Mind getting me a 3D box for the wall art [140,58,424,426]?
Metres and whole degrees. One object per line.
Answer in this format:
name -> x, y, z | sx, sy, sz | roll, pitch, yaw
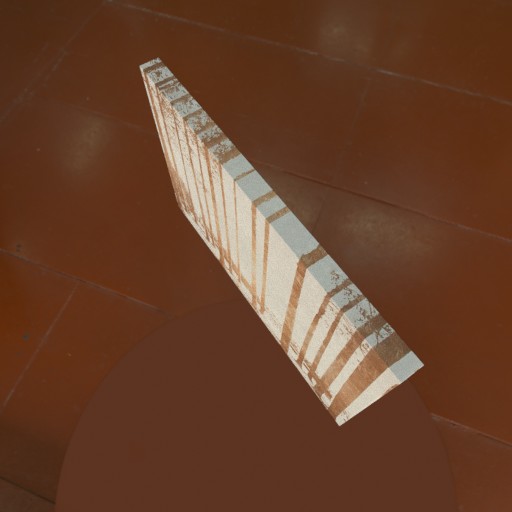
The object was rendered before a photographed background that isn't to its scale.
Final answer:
wall art -> 0.000, 0.000, 0.784 | 0.035, 0.405, 0.609 | -32, 67, -15
